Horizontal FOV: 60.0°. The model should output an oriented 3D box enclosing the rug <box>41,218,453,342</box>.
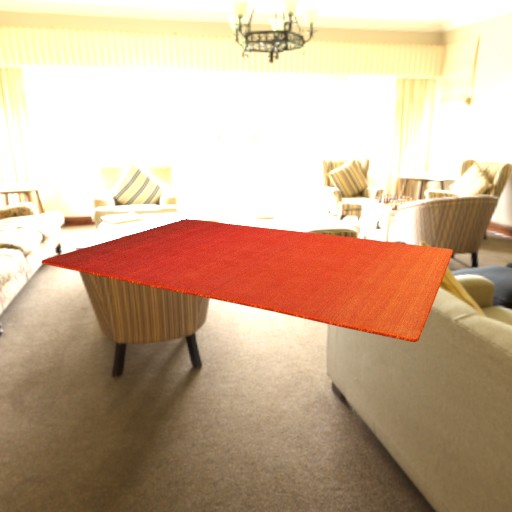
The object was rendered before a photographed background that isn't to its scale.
[{"bbox_3d":[0.000,0.000,2.358,1.835,0.018,1.230,9,18,27],"label":"rug"}]
